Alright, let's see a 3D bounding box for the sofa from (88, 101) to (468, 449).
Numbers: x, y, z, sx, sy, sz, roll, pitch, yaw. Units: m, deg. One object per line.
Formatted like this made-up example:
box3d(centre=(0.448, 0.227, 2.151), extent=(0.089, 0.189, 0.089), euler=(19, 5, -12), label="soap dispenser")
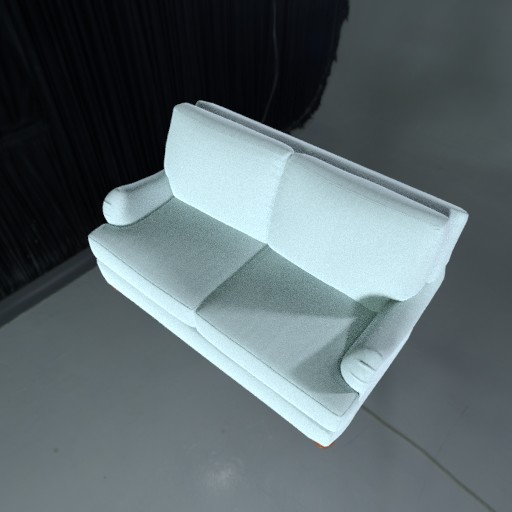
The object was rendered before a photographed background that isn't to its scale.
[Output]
box3d(centre=(0.000, 0.000, 2.549), extent=(1.853, 1.101, 1.084), euler=(31, 54, 26), label="sofa")
